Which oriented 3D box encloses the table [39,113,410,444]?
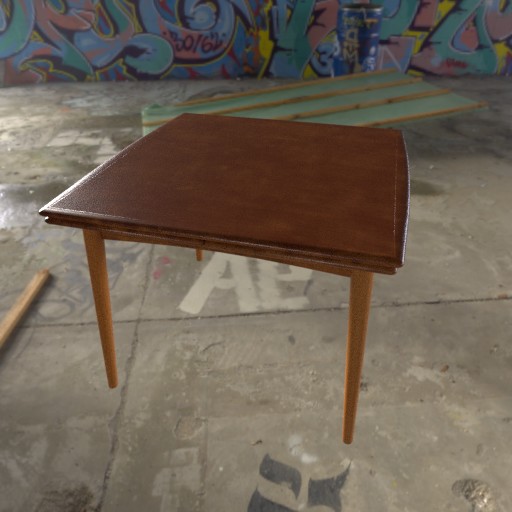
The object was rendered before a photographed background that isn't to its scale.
[{"bbox_3d":[0.000,0.000,1.685,0.991,0.754,0.991,9,34,13],"label":"table"}]
